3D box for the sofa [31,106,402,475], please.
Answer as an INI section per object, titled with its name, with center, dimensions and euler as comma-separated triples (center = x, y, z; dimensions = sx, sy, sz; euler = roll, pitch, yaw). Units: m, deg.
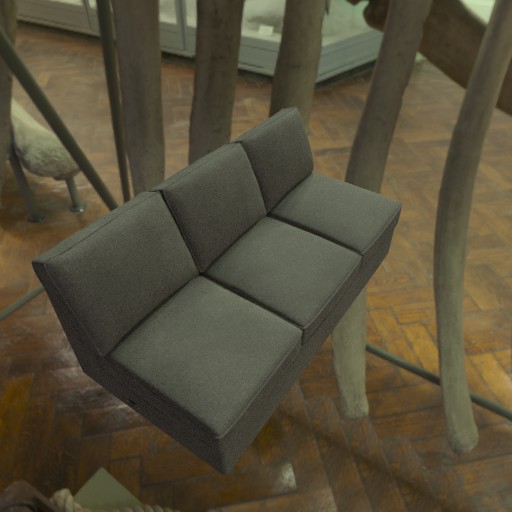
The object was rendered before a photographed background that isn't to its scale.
[sofa]
center = 0.000, 0.000, 2.504
dimensions = 1.027, 0.973, 1.962
euler = 25, 47, 25
